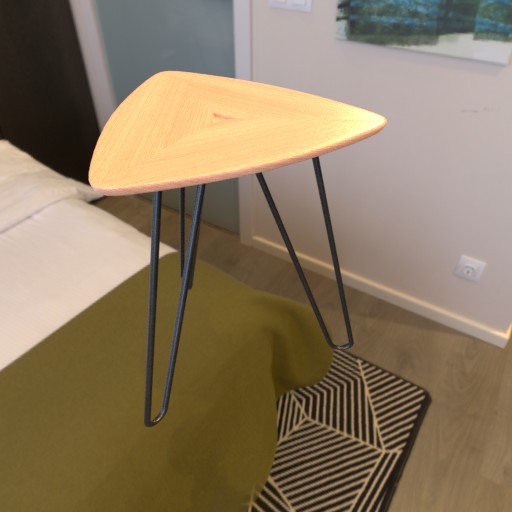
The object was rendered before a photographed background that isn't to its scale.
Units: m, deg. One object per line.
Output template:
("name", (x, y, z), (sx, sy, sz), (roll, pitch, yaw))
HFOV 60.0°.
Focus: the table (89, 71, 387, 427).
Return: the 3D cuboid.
("table", (0.000, 0.000, 0.870), (0.455, 0.564, 0.442), (1, 40, 2))
